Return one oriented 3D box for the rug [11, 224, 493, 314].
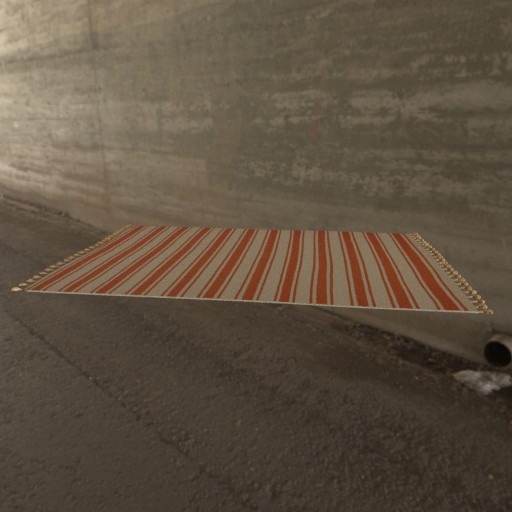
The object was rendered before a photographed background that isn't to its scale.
[{"bbox_3d":[0.000,0.000,2.926,2.433,0.022,1.556,2,17,7],"label":"rug"}]
